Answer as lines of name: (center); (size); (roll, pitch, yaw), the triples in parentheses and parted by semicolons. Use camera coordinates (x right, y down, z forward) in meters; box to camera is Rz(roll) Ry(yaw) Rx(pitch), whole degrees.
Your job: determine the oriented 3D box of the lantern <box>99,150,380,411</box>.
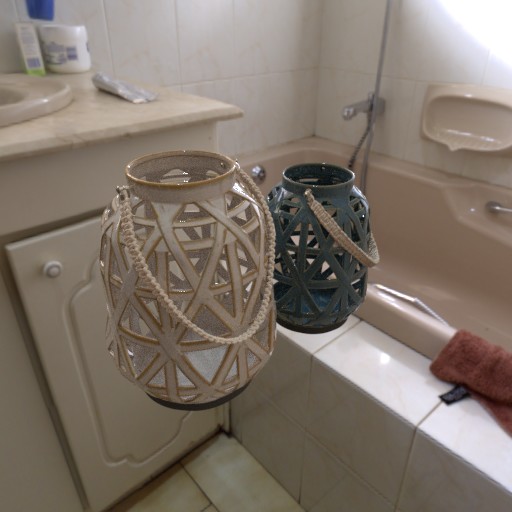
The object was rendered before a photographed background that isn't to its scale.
lantern: (0.000, 0.000, 0.635); (0.439, 0.307, 0.245); (-22, 36, -33)
